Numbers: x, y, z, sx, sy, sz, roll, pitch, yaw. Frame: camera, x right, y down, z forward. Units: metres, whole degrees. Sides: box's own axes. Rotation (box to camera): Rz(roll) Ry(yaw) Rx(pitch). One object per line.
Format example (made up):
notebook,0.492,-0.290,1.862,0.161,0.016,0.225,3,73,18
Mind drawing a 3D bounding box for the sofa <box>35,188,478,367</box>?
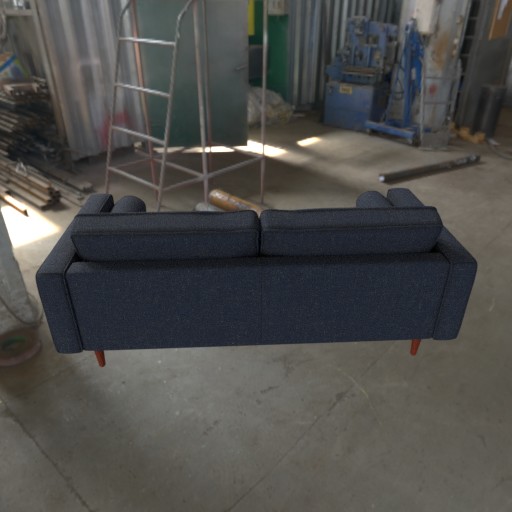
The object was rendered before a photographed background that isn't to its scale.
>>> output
sofa,0.000,0.000,2.333,1.880,0.762,0.914,-2,30,-3
